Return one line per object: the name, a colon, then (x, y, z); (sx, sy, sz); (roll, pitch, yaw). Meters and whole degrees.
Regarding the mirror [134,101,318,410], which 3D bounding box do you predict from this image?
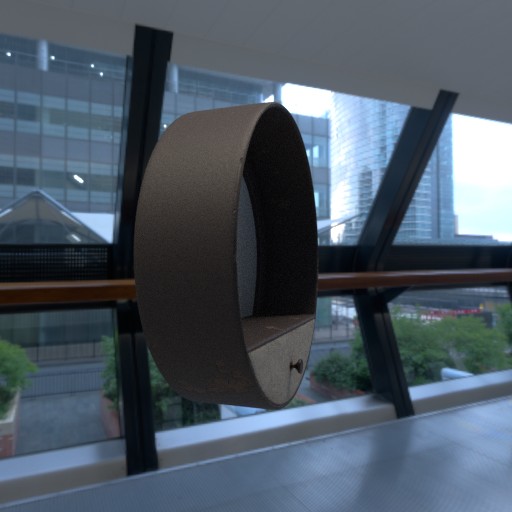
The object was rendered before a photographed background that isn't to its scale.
mirror: (0.000, 0.000, 0.597); (0.126, 0.386, 0.386); (-1, -2, 19)
